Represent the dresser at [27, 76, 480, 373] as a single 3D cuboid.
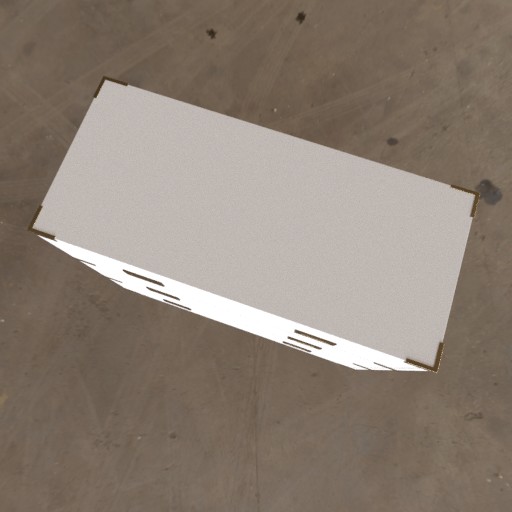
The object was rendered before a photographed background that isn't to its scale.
[{"bbox_3d":[0.000,0.000,1.522,1.022,0.891,0.460,19,77,5],"label":"dresser"}]
